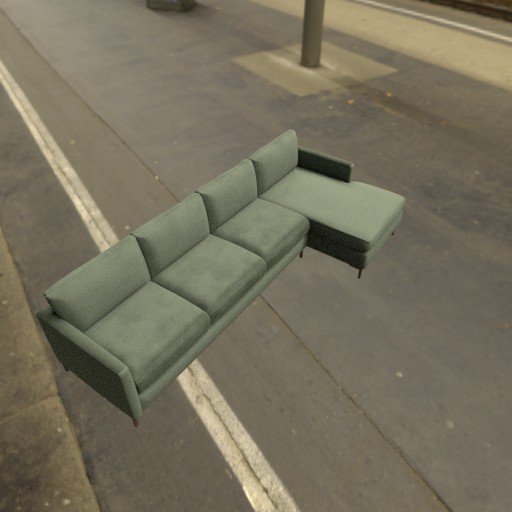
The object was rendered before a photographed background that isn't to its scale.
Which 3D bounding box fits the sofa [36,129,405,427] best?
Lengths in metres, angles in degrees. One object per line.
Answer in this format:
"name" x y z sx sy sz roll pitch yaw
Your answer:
"sofa" 0.000 0.000 3.235 1.255 0.756 2.725 25 47 26
